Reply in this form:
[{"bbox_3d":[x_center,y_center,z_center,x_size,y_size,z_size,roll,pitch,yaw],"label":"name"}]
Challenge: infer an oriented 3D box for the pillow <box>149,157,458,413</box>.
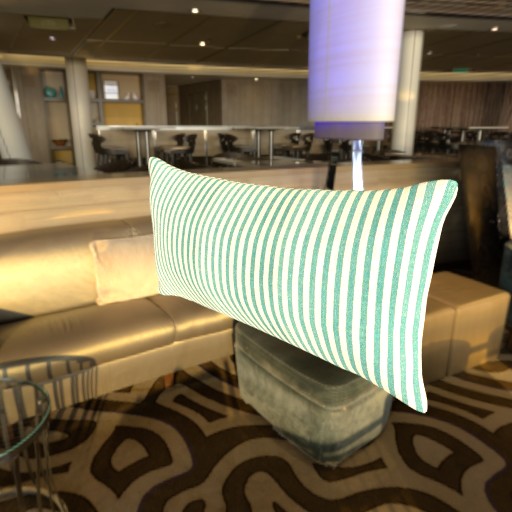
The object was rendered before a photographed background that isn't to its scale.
[{"bbox_3d":[0.000,0.000,0.728,0.151,0.295,0.617,-15,22,-42],"label":"pillow"}]
